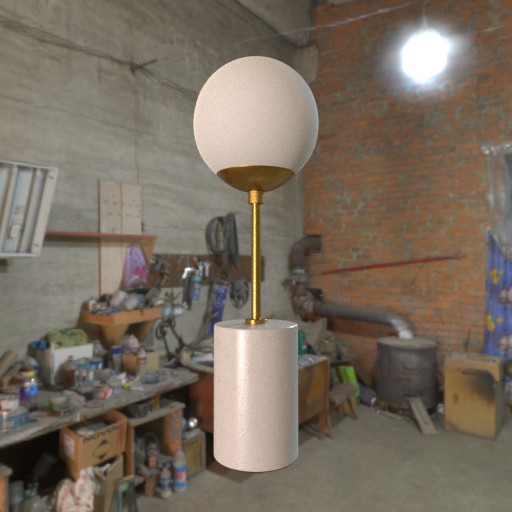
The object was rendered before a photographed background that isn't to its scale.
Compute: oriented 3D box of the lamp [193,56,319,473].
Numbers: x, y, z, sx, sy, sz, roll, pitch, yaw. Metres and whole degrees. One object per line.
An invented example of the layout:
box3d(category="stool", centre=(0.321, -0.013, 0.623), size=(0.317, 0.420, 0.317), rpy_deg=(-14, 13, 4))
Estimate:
box3d(category="lamp", centre=(0.000, 0.000, 0.544), size=(0.153, 0.480, 0.153), rpy_deg=(0, -2, 0))
